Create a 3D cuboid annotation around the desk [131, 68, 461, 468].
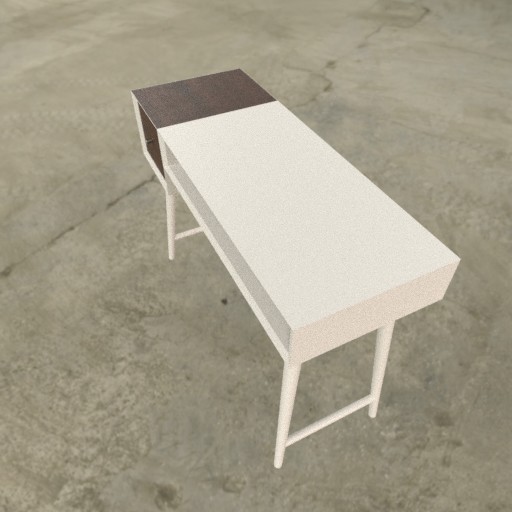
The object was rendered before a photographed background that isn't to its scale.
[{"bbox_3d":[0.000,0.000,1.454,0.409,0.761,1.069,-20,48,-18],"label":"desk"}]
